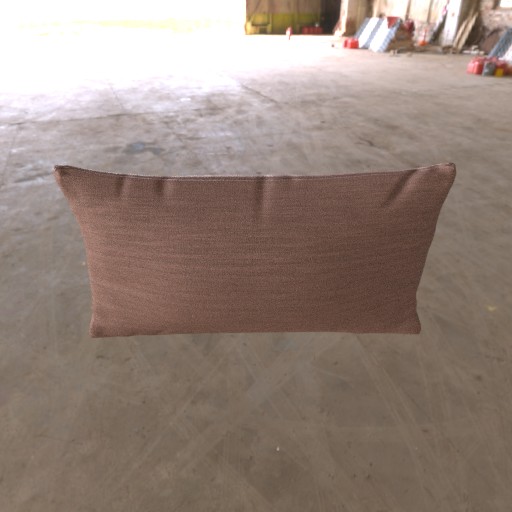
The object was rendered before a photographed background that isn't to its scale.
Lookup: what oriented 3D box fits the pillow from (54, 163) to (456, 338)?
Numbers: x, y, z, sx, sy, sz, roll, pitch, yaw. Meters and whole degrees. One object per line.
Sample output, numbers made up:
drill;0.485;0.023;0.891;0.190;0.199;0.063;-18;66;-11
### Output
pillow;0.000;0.000;0.779;0.633;0.338;0.210;-1;31;-1
